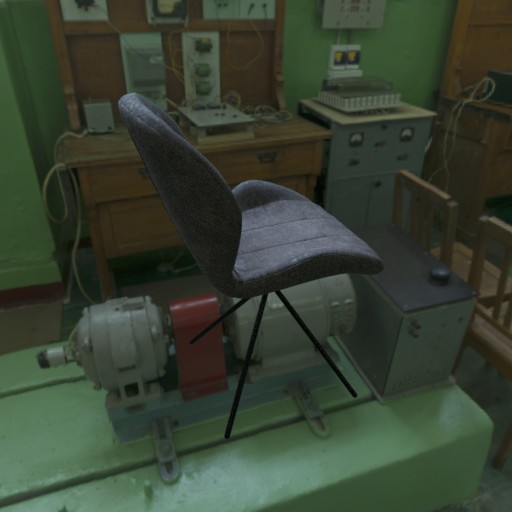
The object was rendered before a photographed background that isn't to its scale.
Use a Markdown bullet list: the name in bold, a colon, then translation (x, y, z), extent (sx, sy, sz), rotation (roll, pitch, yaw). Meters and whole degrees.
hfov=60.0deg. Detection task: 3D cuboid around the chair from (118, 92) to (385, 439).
- **chair**: translation (0.000, 0.000, 1.292), extent (0.640, 0.934, 0.527), rotation (-11, 33, -18)
